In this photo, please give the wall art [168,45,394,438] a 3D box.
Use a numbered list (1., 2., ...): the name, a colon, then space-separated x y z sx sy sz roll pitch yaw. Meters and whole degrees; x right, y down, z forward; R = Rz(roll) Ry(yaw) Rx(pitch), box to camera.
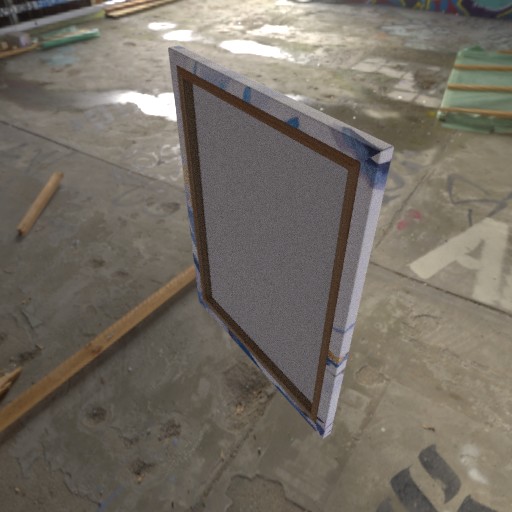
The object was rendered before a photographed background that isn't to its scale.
1. wall art: 0.000 0.000 1.331 0.038 1.015 0.761 -26 47 -27
